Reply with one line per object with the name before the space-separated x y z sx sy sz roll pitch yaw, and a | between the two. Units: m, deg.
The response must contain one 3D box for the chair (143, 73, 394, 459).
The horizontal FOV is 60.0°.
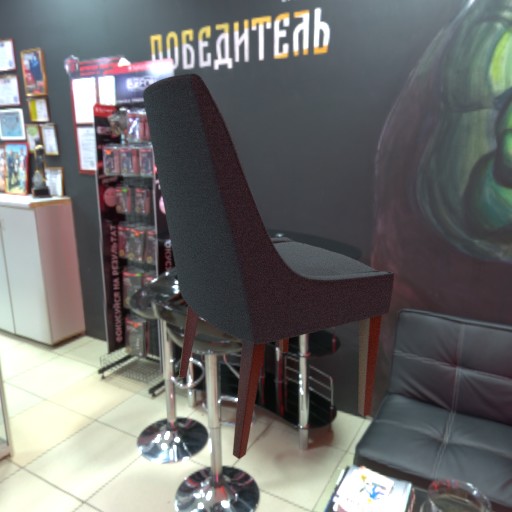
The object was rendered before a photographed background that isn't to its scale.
chair | 0.000 0.000 1.208 0.544 0.861 0.529 -7 15 -27
